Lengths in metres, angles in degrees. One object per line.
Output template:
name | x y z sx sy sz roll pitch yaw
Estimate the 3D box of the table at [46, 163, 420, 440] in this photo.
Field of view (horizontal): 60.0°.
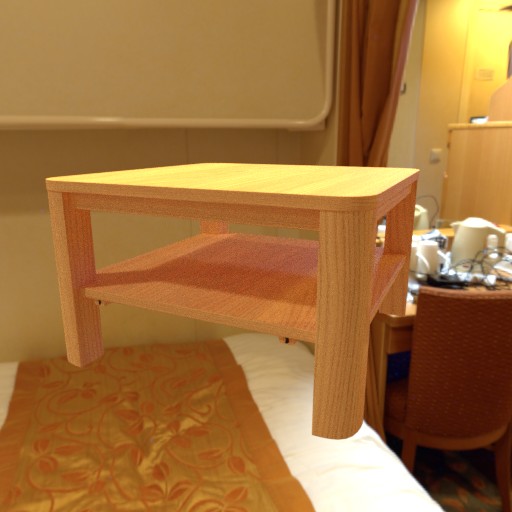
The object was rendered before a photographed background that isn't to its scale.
table | 0.000 0.000 1.221 0.750 0.450 0.750 7 16 25
